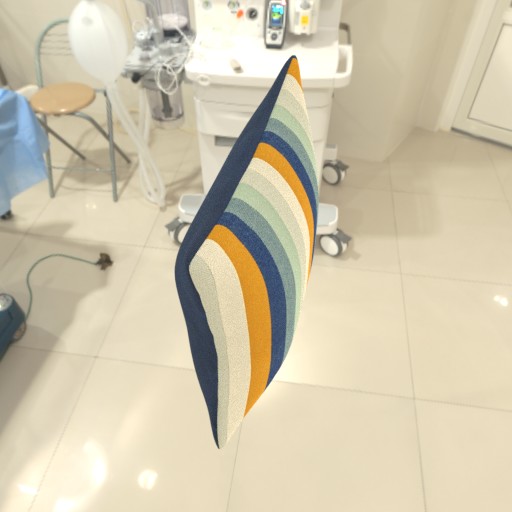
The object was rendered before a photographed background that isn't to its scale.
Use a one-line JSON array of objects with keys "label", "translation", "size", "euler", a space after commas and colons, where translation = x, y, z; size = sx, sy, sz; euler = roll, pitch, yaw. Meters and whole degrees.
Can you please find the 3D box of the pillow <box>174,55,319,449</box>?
[{"label": "pillow", "translation": [0.000, 0.000, 0.714], "size": [0.173, 0.454, 0.463], "euler": [11, 48, 10]}]
